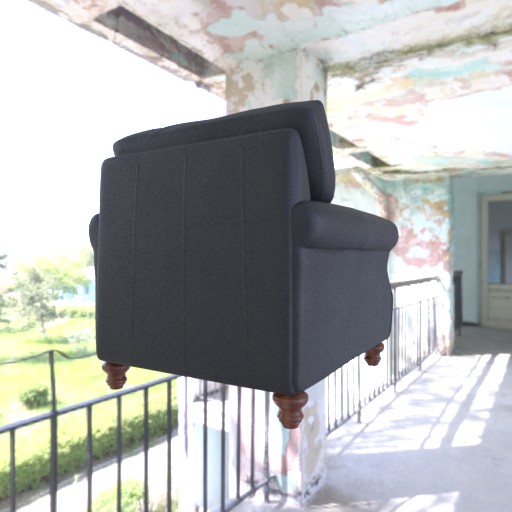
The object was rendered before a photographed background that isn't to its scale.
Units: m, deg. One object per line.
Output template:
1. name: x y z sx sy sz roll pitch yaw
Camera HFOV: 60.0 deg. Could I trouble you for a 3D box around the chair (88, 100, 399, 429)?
1. chair: 0.000 0.000 1.783 1.015 0.960 1.027 0 0 36
